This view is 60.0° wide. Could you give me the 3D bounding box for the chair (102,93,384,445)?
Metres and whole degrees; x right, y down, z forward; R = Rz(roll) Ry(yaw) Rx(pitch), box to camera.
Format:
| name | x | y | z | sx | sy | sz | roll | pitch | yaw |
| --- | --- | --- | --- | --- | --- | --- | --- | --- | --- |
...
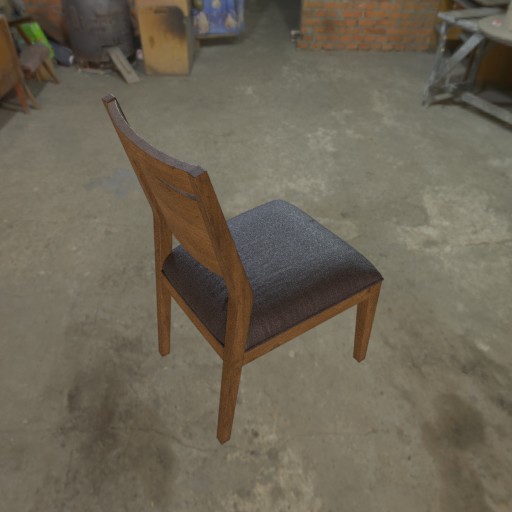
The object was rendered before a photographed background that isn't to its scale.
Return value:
| name | x | y | z | sx | sy | sz | roll | pitch | yaw |
| --- | --- | --- | --- | --- | --- | --- | --- | --- | --- |
| chair | 0.000 | 0.000 | 1.298 | 0.610 | 0.939 | 0.501 | -25 | 47 | -26 |
